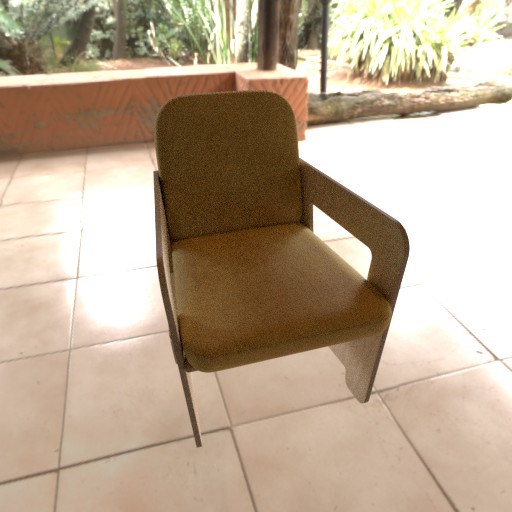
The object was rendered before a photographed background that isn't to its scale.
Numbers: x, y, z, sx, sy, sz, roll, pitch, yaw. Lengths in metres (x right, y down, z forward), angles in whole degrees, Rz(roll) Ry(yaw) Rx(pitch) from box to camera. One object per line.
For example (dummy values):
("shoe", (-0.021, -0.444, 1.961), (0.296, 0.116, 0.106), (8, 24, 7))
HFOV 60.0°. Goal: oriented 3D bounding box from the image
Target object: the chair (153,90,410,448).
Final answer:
("chair", (0.000, 0.000, 1.289), (0.590, 0.800, 0.710), (-9, 32, -15))
